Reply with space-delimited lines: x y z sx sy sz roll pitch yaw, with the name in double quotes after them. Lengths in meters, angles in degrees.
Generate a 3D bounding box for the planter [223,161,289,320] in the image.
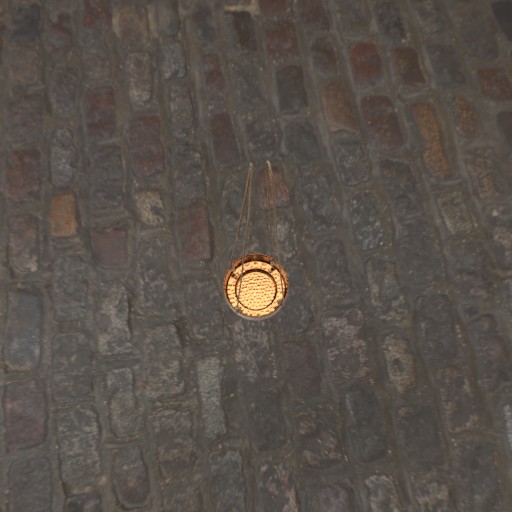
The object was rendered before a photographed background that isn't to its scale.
0.000 0.000 1.123 0.223 1.030 0.223 -9 76 -2 "planter"
